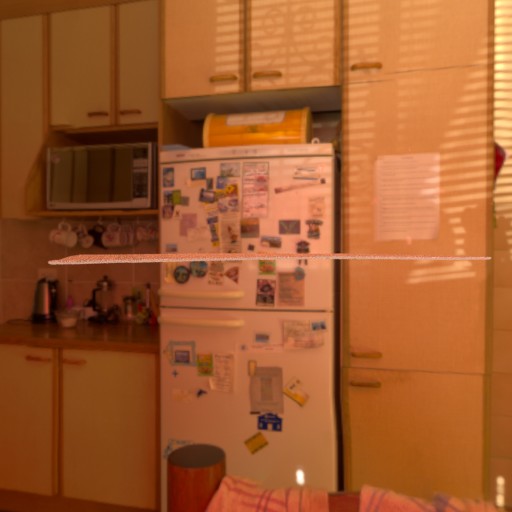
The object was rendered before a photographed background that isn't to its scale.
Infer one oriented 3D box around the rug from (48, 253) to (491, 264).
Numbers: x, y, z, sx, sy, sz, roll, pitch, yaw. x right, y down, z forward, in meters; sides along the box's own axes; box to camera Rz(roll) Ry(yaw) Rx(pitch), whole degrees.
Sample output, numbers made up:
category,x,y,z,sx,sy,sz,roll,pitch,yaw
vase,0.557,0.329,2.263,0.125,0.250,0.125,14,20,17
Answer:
category,x,y,z,sx,sy,sz,roll,pitch,yaw
rug,0.000,0.000,2.962,2.338,0.030,1.616,0,1,-17
